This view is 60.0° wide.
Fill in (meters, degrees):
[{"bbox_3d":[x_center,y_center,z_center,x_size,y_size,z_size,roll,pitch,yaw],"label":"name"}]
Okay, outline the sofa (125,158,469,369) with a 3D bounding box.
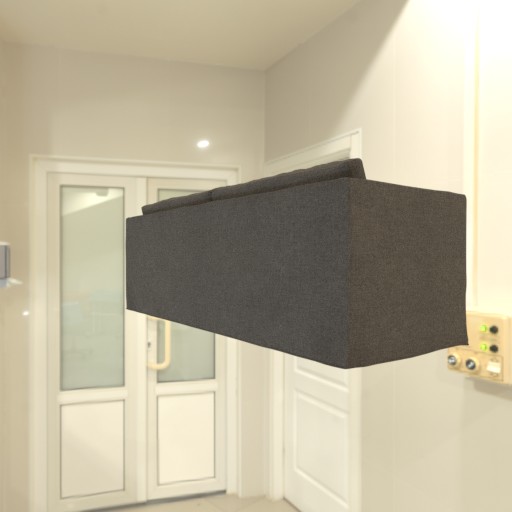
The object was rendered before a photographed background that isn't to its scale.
[{"bbox_3d":[0.000,0.000,3.327,1.036,0.998,2.779,0,0,-36],"label":"sofa"}]
